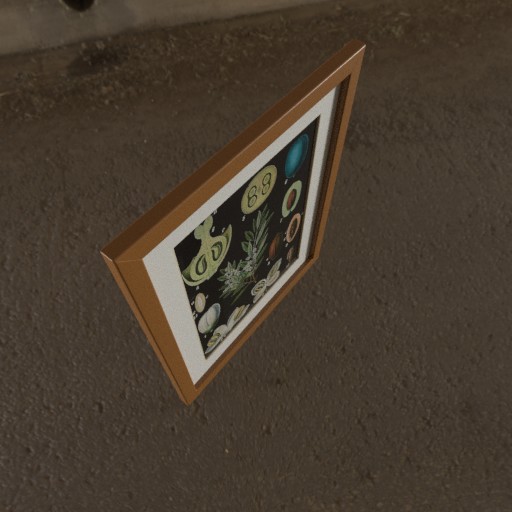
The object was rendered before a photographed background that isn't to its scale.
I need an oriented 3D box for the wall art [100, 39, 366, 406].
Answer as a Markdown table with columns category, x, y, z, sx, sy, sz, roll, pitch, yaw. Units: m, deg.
| category | x | y | z | sx | sy | sz | roll | pitch | yaw |
| --- | --- | --- | --- | --- | --- | --- | --- | --- | --- |
| wall art | 0.000 | 0.000 | 0.745 | 0.021 | 0.550 | 0.449 | 35 | 64 | 20 |
